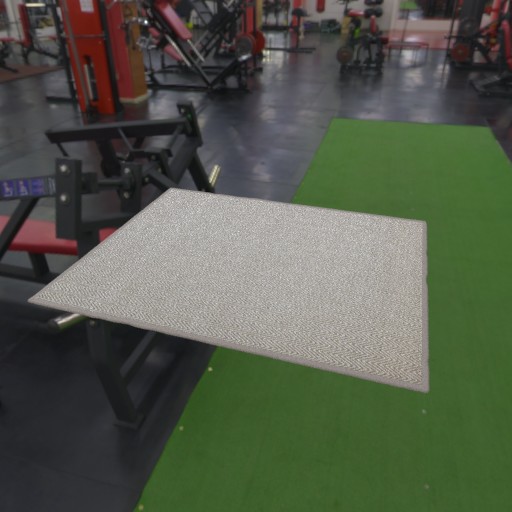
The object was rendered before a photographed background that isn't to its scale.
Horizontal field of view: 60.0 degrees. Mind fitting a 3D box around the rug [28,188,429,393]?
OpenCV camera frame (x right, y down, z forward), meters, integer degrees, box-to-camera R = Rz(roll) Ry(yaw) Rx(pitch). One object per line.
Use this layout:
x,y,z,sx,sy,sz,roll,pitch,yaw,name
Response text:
0.000,0.000,4.086,3.007,0.032,2.434,9,32,15,rug
